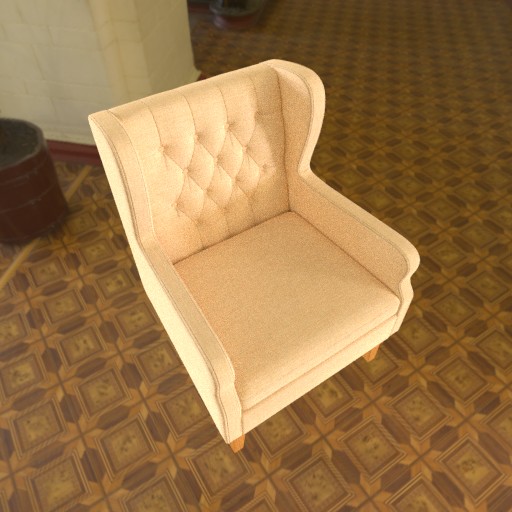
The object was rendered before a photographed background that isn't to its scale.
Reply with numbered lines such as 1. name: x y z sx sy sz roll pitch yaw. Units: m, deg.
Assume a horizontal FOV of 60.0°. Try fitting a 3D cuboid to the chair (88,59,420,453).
1. chair: 0.000 0.000 1.442 0.710 0.930 0.760 -26 53 -22
